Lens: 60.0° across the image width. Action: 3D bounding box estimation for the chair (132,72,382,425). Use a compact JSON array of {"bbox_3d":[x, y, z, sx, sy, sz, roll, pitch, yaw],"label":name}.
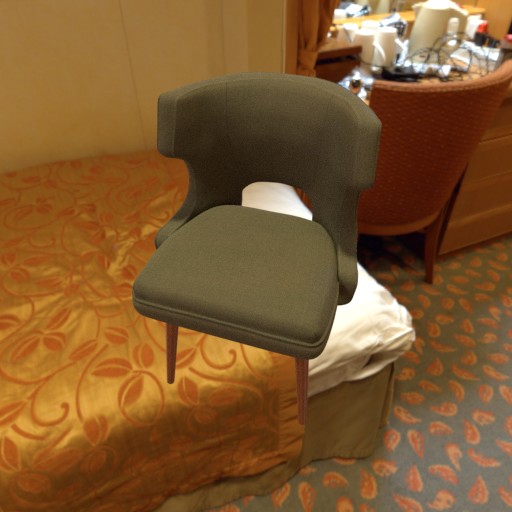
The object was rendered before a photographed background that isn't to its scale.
[{"bbox_3d":[0.000,0.000,1.281,0.595,0.863,0.581,12,41,14],"label":"chair"}]
